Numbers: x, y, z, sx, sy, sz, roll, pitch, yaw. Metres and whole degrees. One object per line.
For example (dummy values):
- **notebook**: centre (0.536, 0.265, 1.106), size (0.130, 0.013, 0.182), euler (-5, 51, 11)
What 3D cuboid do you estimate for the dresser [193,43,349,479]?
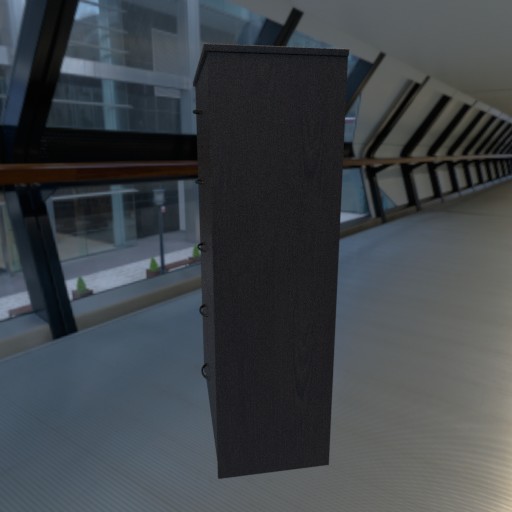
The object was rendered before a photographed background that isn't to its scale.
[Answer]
- **dresser**: centre (0.000, 0.000, 1.596), size (0.418, 1.254, 0.704), euler (-2, 14, -10)
